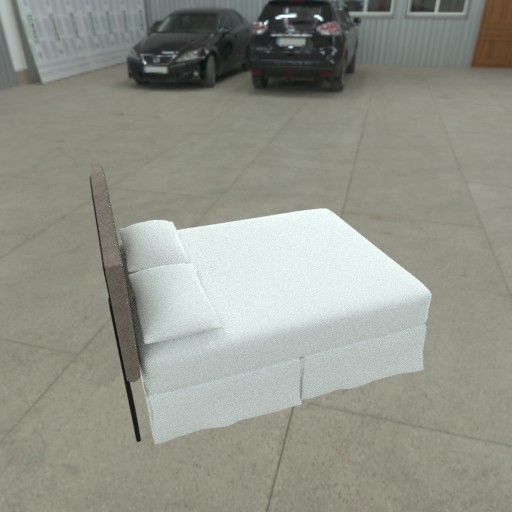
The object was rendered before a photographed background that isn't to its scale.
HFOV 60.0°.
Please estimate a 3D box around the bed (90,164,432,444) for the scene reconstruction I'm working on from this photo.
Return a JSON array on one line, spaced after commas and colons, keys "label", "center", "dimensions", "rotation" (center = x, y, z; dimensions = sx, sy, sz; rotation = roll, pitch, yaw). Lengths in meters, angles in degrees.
[{"label": "bed", "center": [0.000, 0.000, 3.358], "dimensions": [2.153, 1.518, 1.713], "rotation": [-10, 31, -17]}]
